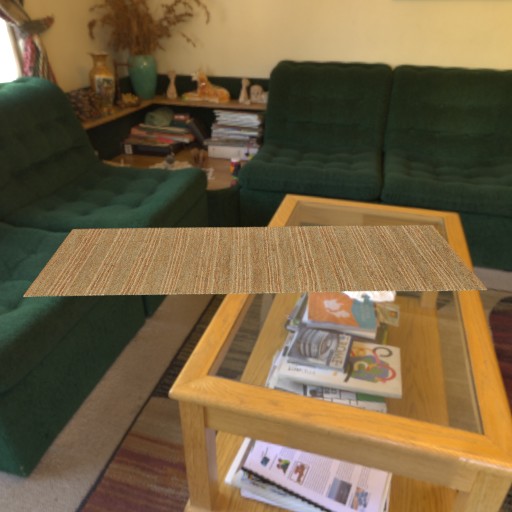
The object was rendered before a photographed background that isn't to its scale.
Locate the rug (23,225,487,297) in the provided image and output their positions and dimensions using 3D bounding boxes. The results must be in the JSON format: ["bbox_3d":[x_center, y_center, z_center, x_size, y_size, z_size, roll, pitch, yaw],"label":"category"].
[{"bbox_3d":[0.000,0.000,2.665,2.438,0.006,0.783,-1,30,-1],"label":"rug"}]
